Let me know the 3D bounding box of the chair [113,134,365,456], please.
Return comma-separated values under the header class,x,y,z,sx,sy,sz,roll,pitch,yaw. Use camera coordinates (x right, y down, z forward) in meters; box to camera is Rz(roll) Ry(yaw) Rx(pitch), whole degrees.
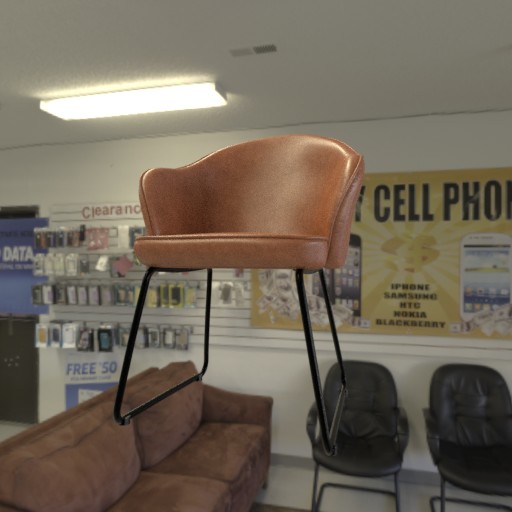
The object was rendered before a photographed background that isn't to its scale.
class,x,y,z,sx,sy,sz,roll,pitch,yaw
chair,0.000,0.000,1.194,0.582,0.785,0.580,0,0,18
